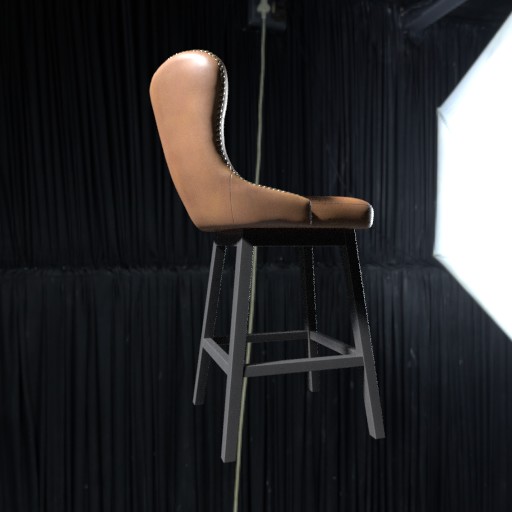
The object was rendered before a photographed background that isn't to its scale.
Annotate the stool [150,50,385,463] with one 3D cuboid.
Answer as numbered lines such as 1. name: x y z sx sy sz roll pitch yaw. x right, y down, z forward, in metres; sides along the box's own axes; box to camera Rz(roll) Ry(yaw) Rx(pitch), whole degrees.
1. stool: 0.000 0.000 1.289 0.593 0.971 0.528 -1 2 -18
